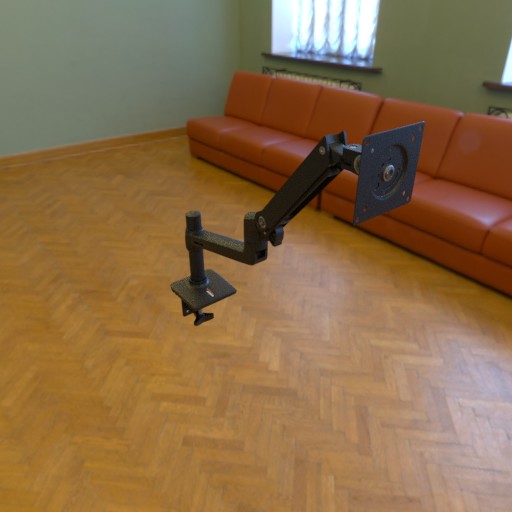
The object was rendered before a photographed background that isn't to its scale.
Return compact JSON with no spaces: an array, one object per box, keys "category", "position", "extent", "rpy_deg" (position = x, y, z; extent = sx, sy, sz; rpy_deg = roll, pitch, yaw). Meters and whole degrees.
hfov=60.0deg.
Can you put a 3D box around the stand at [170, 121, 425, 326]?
[{"category":"stand","position":[0.000,0.000,1.034],"extent":[0.152,0.713,0.650],"rpy_deg":[-22,36,-33]}]
